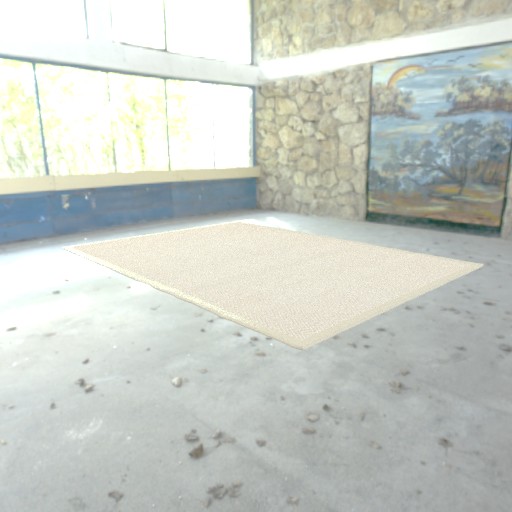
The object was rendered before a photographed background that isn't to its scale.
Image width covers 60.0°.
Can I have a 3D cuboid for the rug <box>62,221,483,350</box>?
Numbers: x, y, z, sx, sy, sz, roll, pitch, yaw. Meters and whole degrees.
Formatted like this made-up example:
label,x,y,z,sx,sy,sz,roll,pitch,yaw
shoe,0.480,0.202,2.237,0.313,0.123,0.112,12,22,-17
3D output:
label,x,y,z,sx,sy,sz,roll,pitch,yaw
rug,0.000,0.000,4.748,2.734,0.037,3.659,-13,19,-42
